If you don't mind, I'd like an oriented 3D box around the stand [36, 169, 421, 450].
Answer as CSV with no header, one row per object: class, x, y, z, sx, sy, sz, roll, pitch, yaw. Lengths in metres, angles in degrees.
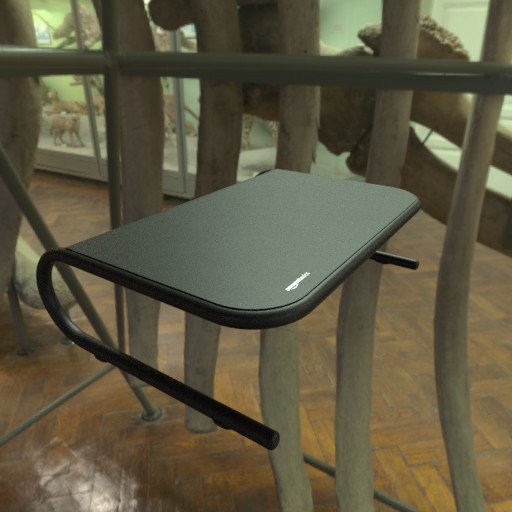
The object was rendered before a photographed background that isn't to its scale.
stand,0.000,0.000,0.507,0.280,0.108,0.370,16,29,31
